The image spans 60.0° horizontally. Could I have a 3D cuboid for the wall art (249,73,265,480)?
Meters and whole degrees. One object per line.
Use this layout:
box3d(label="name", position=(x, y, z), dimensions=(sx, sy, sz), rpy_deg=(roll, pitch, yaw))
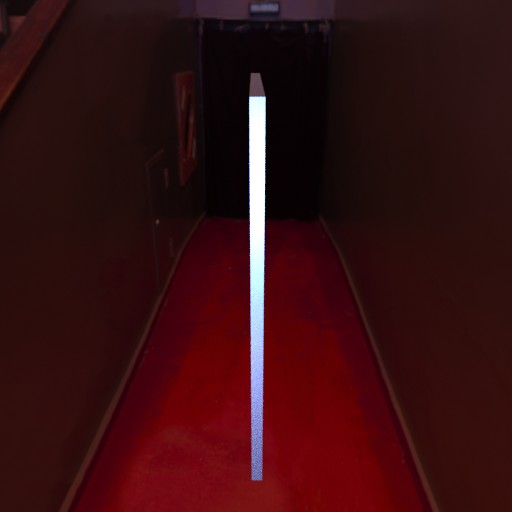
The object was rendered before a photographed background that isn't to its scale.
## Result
box3d(label="wall art", position=(0.000, 0.000, 1.425), dimensions=(0.030, 1.046, 0.816), rpy_deg=(0, 25, 0))
